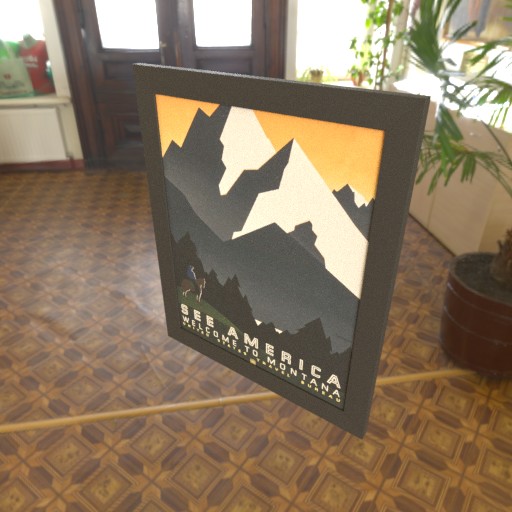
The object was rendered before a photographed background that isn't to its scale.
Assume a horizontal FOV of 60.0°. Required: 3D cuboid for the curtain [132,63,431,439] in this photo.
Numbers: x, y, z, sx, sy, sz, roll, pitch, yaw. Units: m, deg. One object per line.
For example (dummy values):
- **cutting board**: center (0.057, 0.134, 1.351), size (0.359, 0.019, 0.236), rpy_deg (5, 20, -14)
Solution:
- **curtain**: center (0.000, 0.000, 0.772), size (0.483, 0.585, 0.027), rpy_deg (20, 36, 30)
